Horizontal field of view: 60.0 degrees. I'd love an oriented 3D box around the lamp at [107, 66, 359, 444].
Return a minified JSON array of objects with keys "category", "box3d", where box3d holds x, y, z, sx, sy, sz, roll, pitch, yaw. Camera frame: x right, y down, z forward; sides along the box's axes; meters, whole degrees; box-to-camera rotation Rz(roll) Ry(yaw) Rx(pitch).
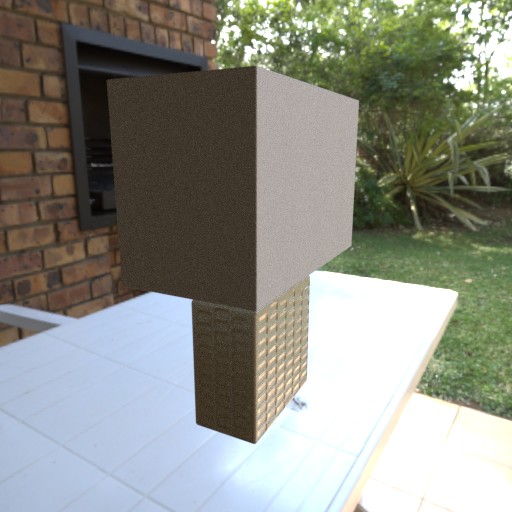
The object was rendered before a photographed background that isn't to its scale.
[{"category":"lamp","box3d":[0.000,0.000,0.699,0.200,0.515,0.380,7,16,27]}]
